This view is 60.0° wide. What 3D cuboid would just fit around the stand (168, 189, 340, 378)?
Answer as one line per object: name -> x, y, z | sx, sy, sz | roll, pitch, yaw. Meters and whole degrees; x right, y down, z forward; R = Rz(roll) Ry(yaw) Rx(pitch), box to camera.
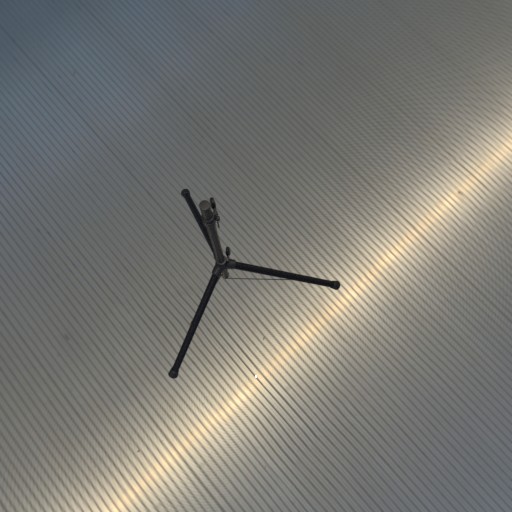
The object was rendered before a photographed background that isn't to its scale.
stand -> 0.000, 0.000, 1.874 | 0.907, 1.136, 1.045 | 3, 75, 1
